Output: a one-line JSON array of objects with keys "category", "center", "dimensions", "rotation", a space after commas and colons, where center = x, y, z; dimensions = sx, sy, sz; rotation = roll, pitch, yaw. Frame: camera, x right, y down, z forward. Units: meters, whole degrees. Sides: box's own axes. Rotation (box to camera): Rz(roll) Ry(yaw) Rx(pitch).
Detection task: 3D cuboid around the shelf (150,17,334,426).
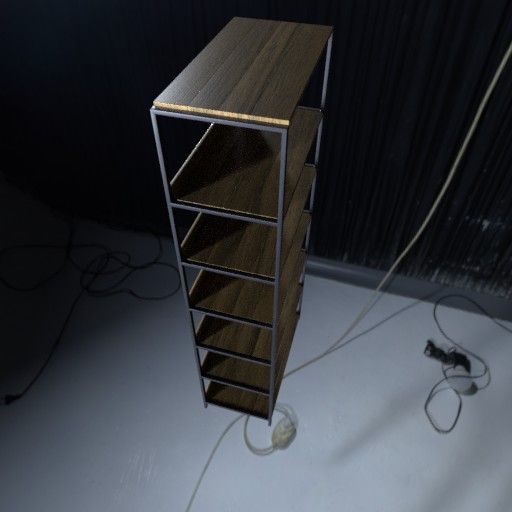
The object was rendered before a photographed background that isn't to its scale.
[{"category": "shelf", "center": [0.000, 0.000, 2.303], "dimensions": [0.431, 2.015, 0.847], "rotation": [12, 47, 11]}]
